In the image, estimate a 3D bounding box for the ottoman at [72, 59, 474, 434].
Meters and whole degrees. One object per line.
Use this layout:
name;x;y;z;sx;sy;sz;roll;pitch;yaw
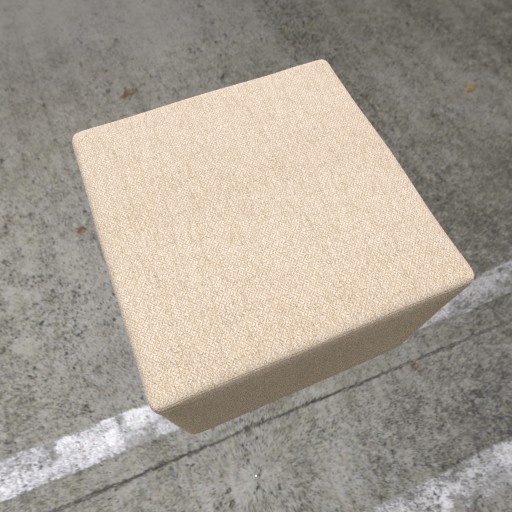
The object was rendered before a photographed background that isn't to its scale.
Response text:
ottoman;0.000;0.000;0.877;0.508;0.432;0.508;-20;65;-10
